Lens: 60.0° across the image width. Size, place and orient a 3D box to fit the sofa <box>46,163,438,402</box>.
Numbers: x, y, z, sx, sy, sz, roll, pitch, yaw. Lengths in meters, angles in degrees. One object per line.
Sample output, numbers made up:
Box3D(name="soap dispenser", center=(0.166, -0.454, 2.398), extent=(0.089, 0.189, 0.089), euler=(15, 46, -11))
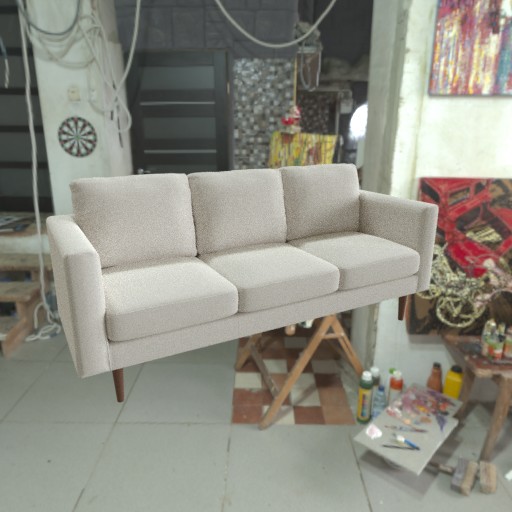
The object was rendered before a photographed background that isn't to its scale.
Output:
Box3D(name="sofa", center=(0.000, 0.000, 2.471), extent=(2.029, 0.912, 0.802), euler=(-9, 19, -28))
